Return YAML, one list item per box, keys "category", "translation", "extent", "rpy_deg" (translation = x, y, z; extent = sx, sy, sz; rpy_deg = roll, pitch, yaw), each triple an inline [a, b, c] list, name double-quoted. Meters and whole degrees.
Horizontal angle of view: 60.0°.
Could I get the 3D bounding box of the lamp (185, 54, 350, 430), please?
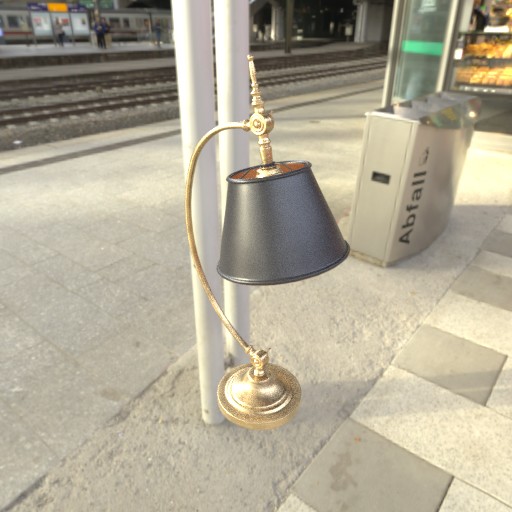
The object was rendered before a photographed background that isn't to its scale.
- category: "lamp"
  translation: [0.000, 0.000, 0.815]
  extent: [0.344, 0.675, 0.235]
  rpy_deg: [19, 33, 32]
